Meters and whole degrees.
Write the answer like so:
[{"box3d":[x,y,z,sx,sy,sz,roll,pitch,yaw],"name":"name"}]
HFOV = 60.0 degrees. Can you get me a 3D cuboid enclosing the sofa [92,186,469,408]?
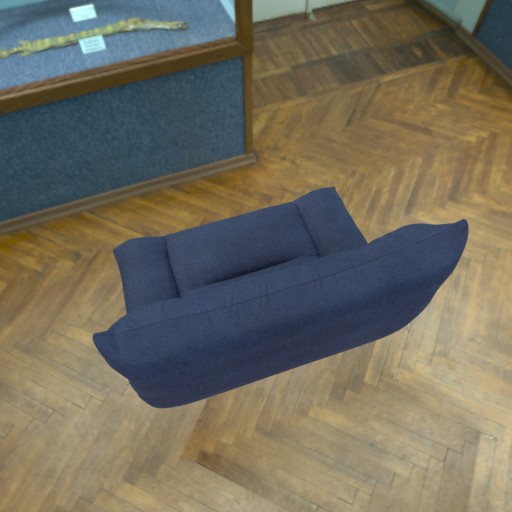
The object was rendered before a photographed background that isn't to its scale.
[{"box3d":[0.000,0.000,1.693,1.122,0.778,0.849,-16,60,-10],"name":"sofa"}]
